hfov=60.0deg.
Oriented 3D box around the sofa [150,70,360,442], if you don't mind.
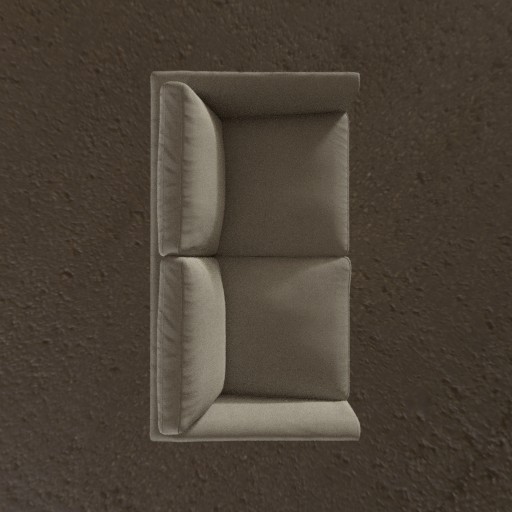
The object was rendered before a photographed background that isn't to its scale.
[{"bbox_3d":[0.000,0.000,2.486,1.091,0.839,1.905,0,89,0],"label":"sofa"}]
